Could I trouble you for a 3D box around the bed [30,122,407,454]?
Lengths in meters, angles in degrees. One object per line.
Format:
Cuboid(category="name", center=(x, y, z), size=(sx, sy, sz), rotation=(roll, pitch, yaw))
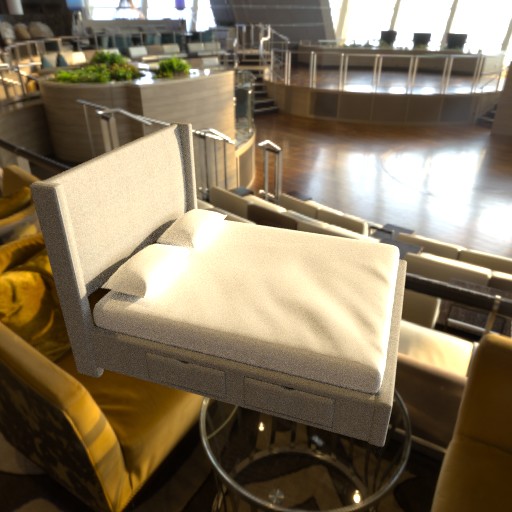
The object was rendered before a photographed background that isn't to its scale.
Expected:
Cuboid(category="bed", center=(0.000, 0.000, 3.371), size=(2.222, 1.491, 1.774), rotation=(10, 30, 17))
